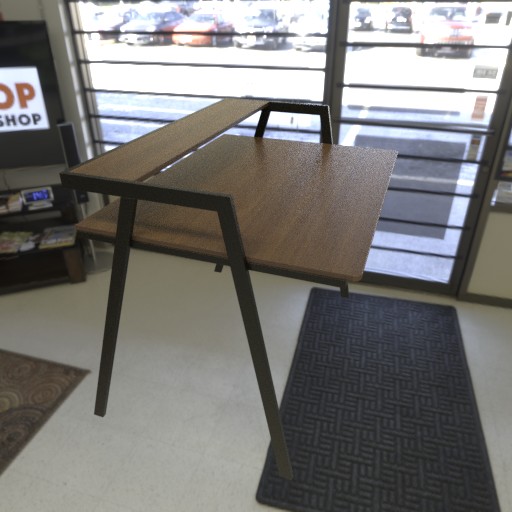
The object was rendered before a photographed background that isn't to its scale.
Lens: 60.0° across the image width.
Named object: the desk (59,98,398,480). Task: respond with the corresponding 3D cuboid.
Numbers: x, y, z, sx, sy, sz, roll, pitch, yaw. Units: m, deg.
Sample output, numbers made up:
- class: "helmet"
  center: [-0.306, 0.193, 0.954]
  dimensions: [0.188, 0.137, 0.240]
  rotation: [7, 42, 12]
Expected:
- class: "desk"
  center: [0.000, 0.000, 1.814]
  dimensions: [0.936, 0.998, 1.143]
  rotation: [10, 31, 17]
